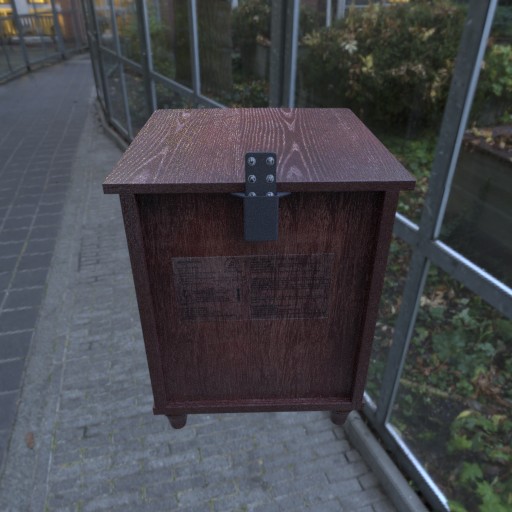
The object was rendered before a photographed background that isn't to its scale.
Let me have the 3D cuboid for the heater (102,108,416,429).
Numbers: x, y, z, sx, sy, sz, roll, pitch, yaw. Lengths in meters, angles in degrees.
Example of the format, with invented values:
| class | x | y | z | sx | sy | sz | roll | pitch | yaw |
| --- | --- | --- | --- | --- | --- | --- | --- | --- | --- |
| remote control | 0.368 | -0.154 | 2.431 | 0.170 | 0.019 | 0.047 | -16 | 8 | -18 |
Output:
| class | x | y | z | sx | sy | sz | roll | pitch | yaw |
| --- | --- | --- | --- | --- | --- | --- | --- | --- | --- |
| heater | 0.000 | 0.000 | 0.767 | 0.362 | 0.481 | 0.400 | -1 | 31 | -1 |
